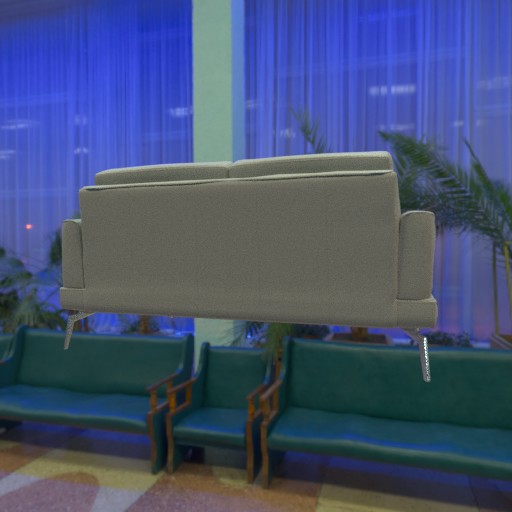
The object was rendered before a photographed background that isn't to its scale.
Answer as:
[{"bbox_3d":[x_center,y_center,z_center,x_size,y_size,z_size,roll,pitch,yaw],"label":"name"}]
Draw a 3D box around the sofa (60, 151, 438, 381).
[{"bbox_3d":[0.000,0.000,2.460,1.819,0.930,1.121,0,1,18],"label":"sofa"}]
